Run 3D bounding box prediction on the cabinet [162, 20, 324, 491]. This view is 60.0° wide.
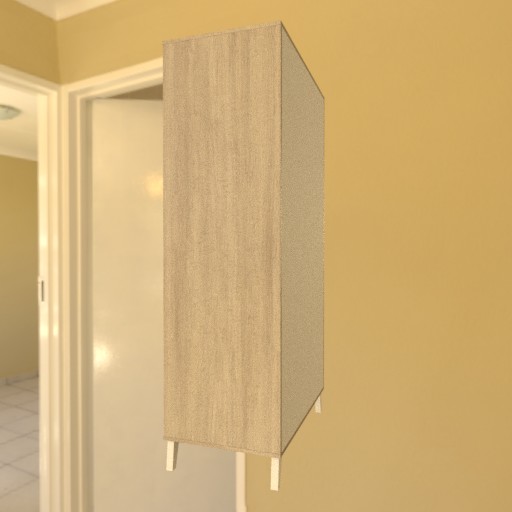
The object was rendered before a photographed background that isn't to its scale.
[{"bbox_3d":[0.000,0.000,2.445,0.571,1.999,1.006,0,1,19],"label":"cabinet"}]
